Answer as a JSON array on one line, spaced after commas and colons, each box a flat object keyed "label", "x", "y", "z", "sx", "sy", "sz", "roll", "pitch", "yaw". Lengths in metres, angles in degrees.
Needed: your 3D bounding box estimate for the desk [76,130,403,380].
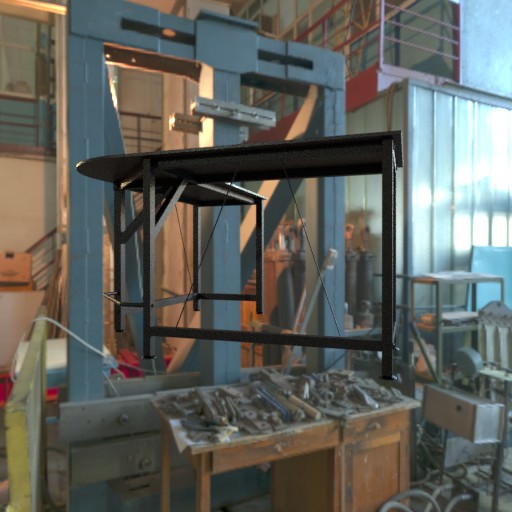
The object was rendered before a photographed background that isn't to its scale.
[{"label": "desk", "x": 0.000, "y": 0.000, "z": 2.218, "sx": 1.400, "sy": 0.762, "sz": 1.400, "roll": 0, "pitch": 0, "yaw": 19}]
